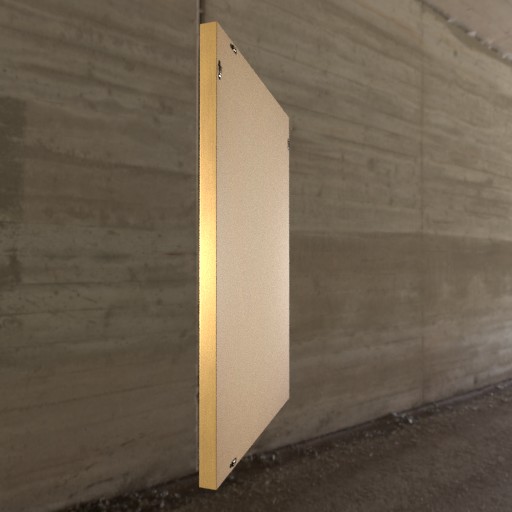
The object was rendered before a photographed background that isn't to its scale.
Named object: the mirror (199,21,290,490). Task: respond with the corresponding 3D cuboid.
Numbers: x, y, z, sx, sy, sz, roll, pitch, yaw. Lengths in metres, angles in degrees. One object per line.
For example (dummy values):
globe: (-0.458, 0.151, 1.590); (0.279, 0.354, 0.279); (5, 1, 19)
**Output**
mirror: (0.000, 0.000, 1.159); (0.041, 0.915, 0.609); (0, -1, 18)
